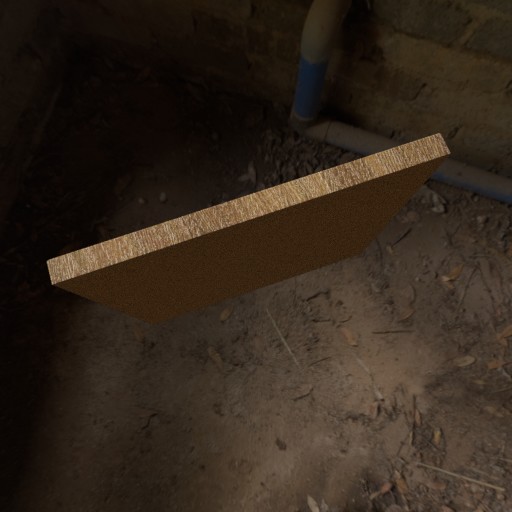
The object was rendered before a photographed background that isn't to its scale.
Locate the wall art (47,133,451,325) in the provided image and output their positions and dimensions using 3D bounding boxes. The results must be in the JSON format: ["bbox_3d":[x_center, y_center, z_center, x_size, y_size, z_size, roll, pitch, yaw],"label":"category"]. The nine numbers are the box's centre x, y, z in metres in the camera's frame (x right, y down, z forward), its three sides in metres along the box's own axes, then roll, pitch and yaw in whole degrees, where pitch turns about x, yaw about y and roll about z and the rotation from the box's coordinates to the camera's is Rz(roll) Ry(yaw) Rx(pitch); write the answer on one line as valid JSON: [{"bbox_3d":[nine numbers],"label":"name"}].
[{"bbox_3d":[0.000,0.000,0.935,0.611,0.608,0.042,-19,77,-5],"label":"wall art"}]
